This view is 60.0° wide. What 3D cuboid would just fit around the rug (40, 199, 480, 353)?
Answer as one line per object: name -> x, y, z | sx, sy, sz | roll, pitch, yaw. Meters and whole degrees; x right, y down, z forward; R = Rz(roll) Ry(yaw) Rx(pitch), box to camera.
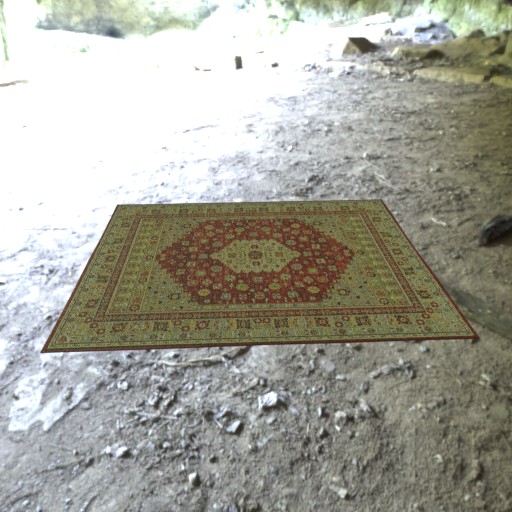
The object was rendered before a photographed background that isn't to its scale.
rug -> 0.000, 0.000, 4.085 | 3.053, 0.013, 2.387 | -1, 31, -2
